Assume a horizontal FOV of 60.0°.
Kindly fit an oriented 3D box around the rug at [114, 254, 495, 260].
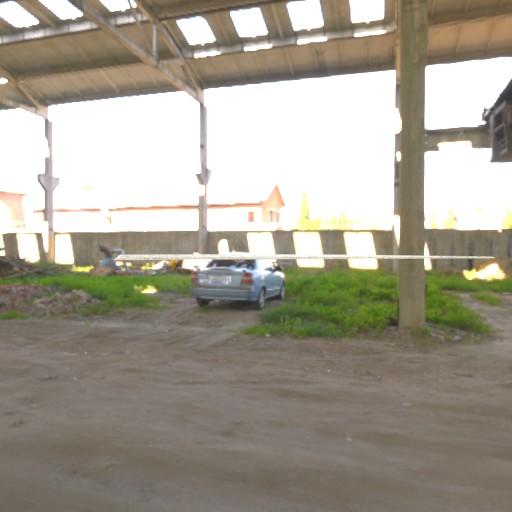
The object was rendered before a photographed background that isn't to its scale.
[{"bbox_3d":[0.000,0.000,3.973,2.363,0.012,2.980,0,1,-17],"label":"rug"}]
